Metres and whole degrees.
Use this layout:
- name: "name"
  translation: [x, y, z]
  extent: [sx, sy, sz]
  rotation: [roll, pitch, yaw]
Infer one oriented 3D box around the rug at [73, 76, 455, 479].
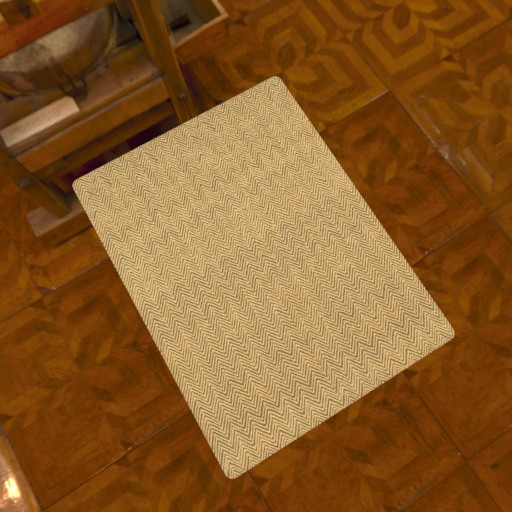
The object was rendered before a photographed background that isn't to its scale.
- name: "rug"
  translation: [0.000, 0.000, 4.281]
  extent: [2.439, 0.014, 3.207]
  rotation: [-30, 78, -7]
